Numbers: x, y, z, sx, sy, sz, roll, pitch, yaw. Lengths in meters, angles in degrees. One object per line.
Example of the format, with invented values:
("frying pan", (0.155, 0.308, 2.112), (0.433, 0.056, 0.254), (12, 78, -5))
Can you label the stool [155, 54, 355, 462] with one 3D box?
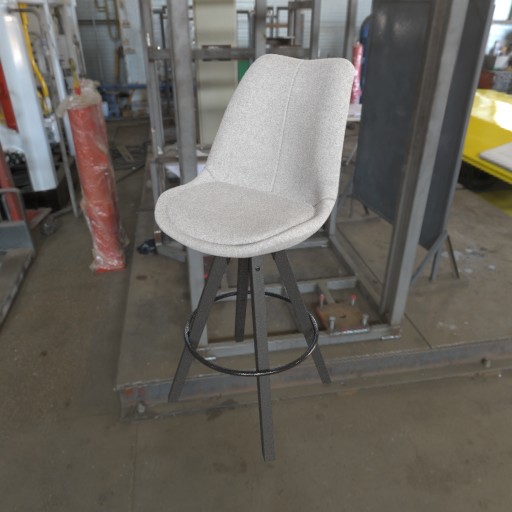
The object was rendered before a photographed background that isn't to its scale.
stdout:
("stool", (0.000, 0.000, 1.390), (0.485, 1.115, 0.550), (19, 34, 30))
